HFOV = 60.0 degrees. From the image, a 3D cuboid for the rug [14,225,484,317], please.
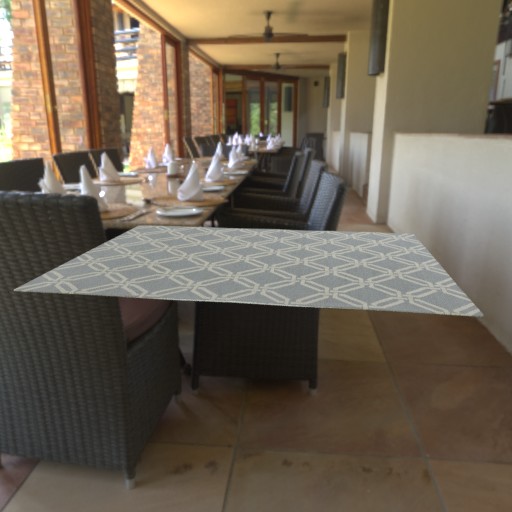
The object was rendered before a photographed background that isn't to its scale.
[{"bbox_3d":[0.000,0.000,2.698,2.133,0.013,1.522,2,16,8],"label":"rug"}]
